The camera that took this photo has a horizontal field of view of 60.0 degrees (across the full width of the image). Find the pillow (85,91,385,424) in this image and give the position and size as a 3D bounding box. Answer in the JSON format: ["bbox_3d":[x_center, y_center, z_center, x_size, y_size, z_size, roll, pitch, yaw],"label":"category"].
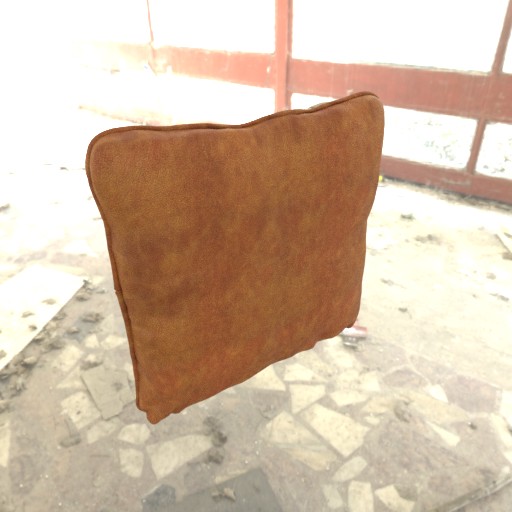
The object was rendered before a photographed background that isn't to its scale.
[{"bbox_3d":[0.000,0.000,0.744,0.489,0.490,0.130,-19,35,-28],"label":"pillow"}]
